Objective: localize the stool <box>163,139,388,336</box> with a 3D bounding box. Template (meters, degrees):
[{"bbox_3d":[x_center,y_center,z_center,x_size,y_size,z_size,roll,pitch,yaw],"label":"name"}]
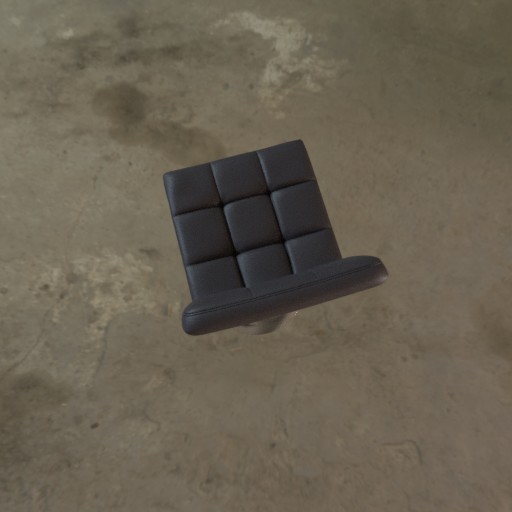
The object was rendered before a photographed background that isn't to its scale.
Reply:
[{"bbox_3d":[0.000,0.000,1.428,0.430,1.115,0.505,-15,77,-4],"label":"stool"}]
